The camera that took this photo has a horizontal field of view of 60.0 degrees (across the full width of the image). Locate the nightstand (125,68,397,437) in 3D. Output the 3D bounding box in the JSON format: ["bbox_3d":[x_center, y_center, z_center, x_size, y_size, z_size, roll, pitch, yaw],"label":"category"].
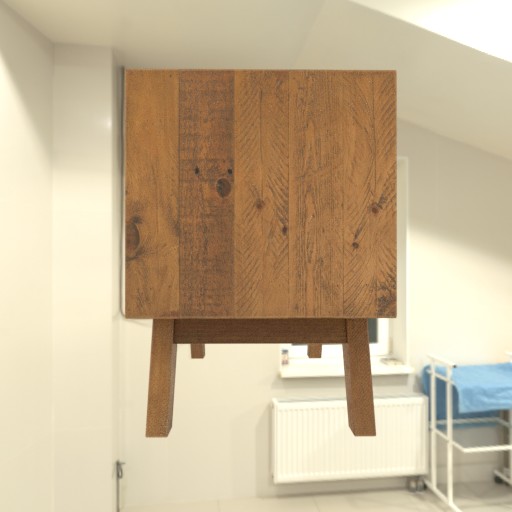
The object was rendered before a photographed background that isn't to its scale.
[{"bbox_3d":[0.000,0.000,1.036,0.450,0.599,0.650,0,0,-1],"label":"nightstand"}]
